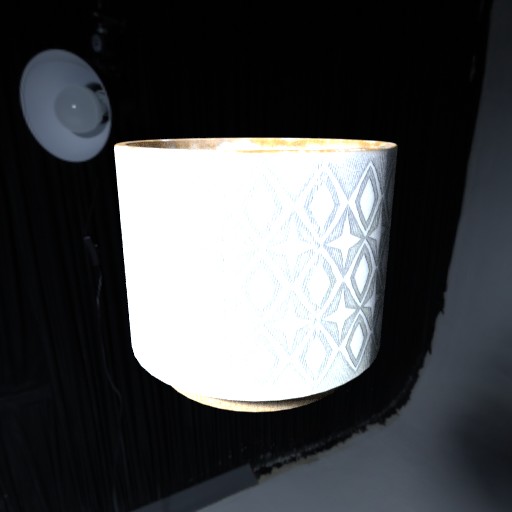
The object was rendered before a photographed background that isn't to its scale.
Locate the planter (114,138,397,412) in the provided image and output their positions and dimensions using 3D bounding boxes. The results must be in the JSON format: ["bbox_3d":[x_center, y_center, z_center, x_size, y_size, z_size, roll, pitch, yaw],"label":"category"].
[{"bbox_3d":[0.000,0.000,0.449,0.255,0.223,0.255,0,17,0],"label":"planter"}]
